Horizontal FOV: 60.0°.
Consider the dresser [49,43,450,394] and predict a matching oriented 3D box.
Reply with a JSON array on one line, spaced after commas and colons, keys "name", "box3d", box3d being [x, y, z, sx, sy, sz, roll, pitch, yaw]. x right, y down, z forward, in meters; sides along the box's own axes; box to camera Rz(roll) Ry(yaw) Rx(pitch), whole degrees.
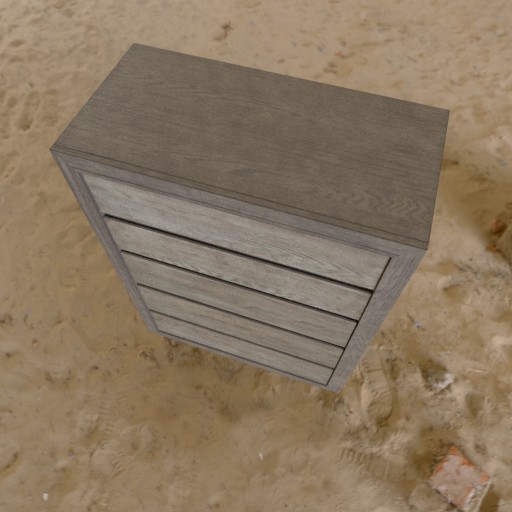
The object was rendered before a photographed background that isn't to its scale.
[{"name": "dresser", "box3d": [0.000, 0.000, 1.734, 0.967, 1.295, 0.483, 16, 60, 10]}]
